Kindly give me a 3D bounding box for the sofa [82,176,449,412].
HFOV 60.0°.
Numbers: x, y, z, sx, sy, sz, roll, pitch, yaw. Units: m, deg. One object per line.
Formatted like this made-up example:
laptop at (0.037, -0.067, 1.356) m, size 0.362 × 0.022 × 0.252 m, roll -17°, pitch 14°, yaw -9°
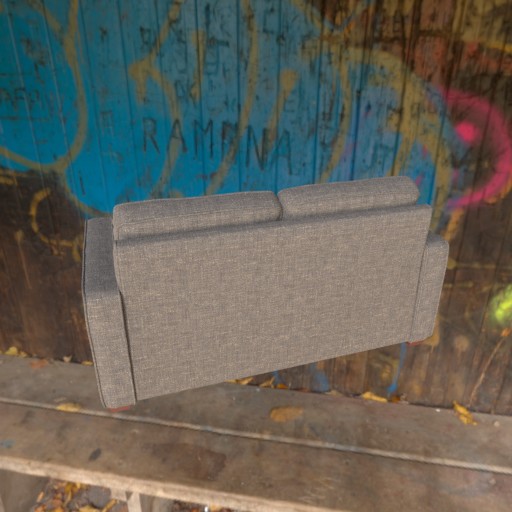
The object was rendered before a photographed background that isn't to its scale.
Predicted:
sofa at (0.000, 0.000, 2.362) m, size 1.709 × 0.918 × 0.947 m, roll -8°, pitch 26°, yaw -16°
